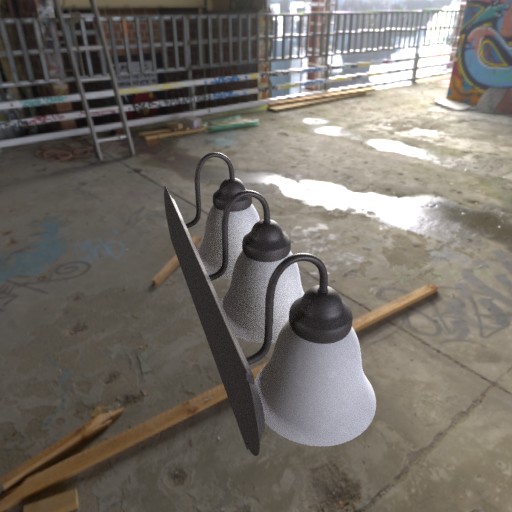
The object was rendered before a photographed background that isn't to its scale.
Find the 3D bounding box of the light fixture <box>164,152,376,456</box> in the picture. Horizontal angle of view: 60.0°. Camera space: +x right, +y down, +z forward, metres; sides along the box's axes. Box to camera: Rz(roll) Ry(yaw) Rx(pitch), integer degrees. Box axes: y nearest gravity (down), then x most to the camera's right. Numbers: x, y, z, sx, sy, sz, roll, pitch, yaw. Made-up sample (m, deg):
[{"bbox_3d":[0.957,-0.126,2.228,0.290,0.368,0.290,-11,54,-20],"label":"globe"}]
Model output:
[{"bbox_3d":[0.000,0.000,0.695,0.199,0.222,0.610,-10,31,-16],"label":"light fixture"}]
